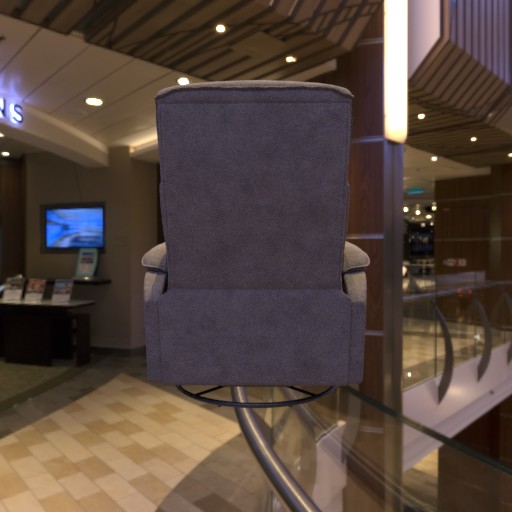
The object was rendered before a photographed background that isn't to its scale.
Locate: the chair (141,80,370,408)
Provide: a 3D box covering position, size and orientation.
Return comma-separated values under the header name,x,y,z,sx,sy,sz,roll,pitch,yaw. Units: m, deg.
name,x,y,z,sx,sy,sz,roll,pitch,yaw
chair,0.000,0.000,1.742,0.830,1.036,1.009,0,1,1
